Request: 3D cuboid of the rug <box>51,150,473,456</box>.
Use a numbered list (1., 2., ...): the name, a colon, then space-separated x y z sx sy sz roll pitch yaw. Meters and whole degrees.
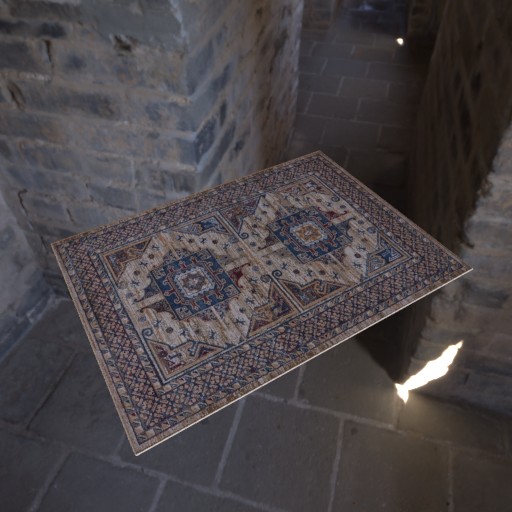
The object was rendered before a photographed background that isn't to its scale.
1. rug: 0.000 0.000 2.875 2.227 0.008 1.611 -23 50 -21
